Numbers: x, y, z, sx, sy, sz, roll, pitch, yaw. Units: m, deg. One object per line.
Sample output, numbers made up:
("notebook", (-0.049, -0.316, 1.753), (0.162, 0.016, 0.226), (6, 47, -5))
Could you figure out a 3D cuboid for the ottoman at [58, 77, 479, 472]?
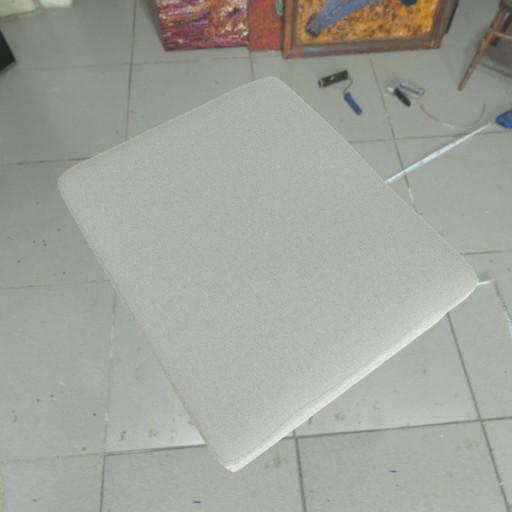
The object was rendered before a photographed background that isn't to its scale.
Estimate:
("ottoman", (0.000, 0.000, 1.419), (0.836, 0.492, 0.976), (-31, 66, -15))
